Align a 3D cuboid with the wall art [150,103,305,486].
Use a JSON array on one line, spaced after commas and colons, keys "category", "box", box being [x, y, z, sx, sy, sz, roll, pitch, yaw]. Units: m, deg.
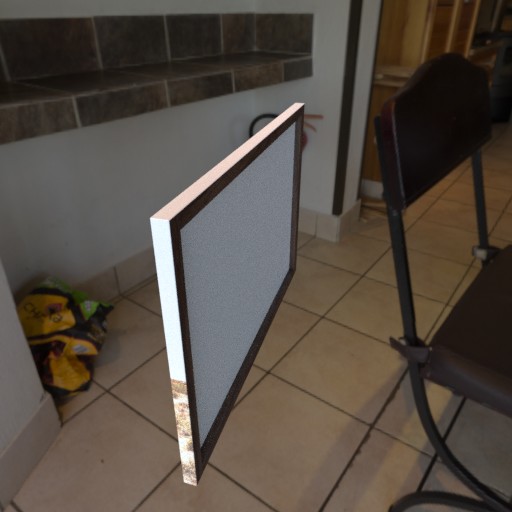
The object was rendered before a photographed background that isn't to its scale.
[{"category": "wall art", "box": [0.000, 0.000, 1.931, 0.051, 1.016, 1.520, 9, 31, 15]}]
